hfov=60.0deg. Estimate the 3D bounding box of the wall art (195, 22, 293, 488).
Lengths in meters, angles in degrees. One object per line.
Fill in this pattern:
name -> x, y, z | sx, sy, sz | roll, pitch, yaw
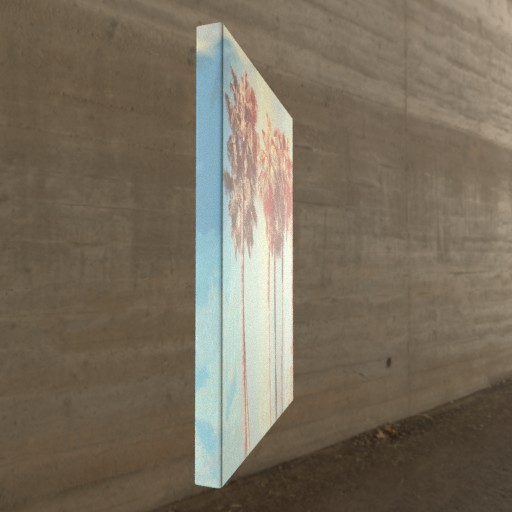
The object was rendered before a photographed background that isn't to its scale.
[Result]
wall art -> 0.000, 0.000, 0.772 | 0.038, 0.610, 0.401 | 0, -2, 18
